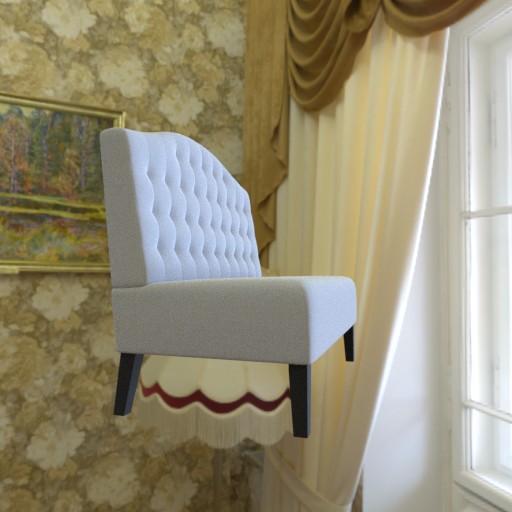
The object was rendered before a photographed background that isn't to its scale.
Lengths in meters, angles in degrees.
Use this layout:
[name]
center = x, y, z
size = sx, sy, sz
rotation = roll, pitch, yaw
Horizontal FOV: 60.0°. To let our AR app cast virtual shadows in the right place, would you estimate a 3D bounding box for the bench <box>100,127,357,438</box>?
[bench]
center = 0.000, 0.000, 2.119
size = 0.815, 1.180, 1.335
rotation = -1, -2, 19
